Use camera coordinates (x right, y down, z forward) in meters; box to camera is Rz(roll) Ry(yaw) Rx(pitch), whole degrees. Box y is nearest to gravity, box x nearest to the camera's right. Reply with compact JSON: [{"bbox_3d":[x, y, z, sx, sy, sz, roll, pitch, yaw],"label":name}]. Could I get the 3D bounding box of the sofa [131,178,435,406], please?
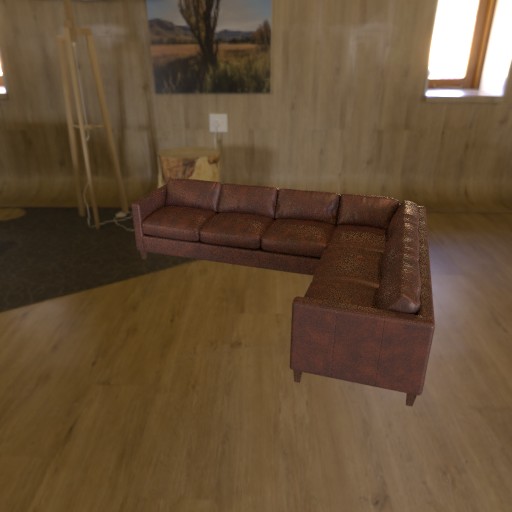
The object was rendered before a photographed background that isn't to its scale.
[{"bbox_3d":[0.000,0.000,4.377,3.152,0.836,2.438,8,26,16],"label":"sofa"}]
